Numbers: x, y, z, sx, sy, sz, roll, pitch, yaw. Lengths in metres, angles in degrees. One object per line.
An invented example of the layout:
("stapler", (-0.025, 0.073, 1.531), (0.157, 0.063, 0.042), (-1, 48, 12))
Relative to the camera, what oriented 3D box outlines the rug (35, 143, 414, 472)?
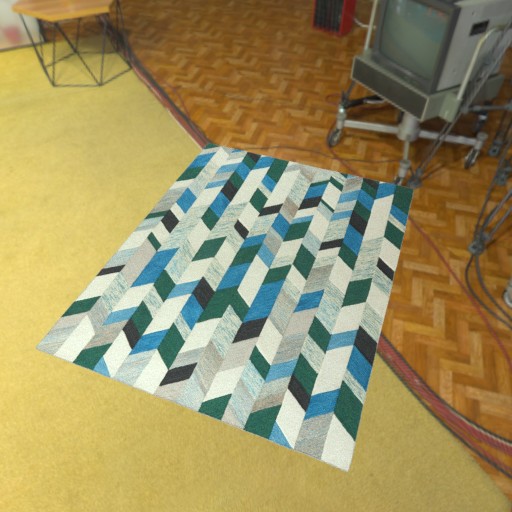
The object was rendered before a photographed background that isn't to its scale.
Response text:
("rug", (0.000, 0.000, 4.042), (2.440, 0.008, 3.036), (16, 49, 14))
